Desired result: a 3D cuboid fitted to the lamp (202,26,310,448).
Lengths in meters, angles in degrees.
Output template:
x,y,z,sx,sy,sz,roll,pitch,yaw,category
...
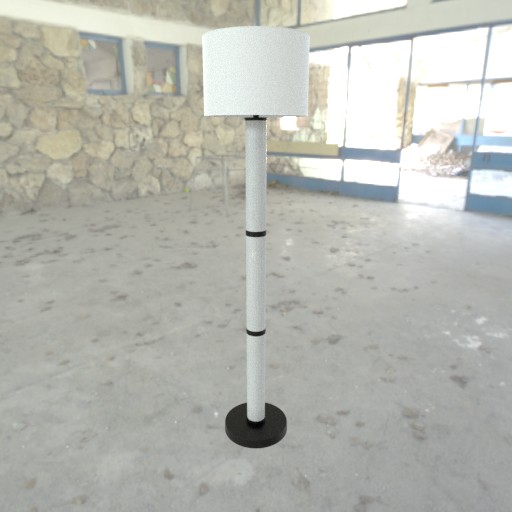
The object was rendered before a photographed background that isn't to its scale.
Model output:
x,y,z,sx,sy,sz,roll,pitch,yaw,category
0.000,0.000,1.769,0.377,1.599,0.377,-15,22,-42,lamp
